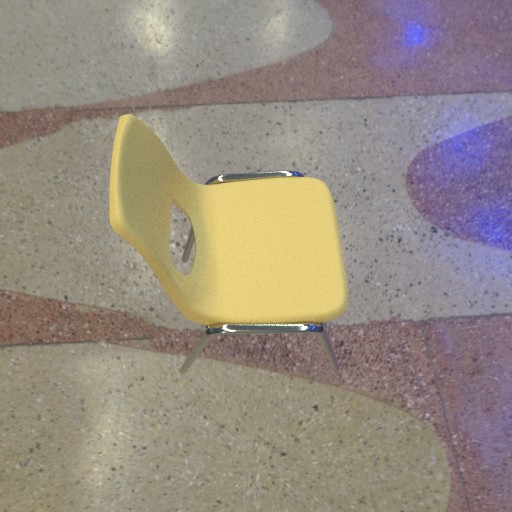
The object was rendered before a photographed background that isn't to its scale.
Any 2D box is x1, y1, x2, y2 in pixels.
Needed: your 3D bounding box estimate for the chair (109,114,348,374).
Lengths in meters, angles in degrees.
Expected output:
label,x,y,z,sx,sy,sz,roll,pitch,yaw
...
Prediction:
label,x,y,z,sx,sy,sz,roll,pitch,yaw
chair,0.000,0.000,0.975,0.436,0.704,0.381,-3,64,-1
